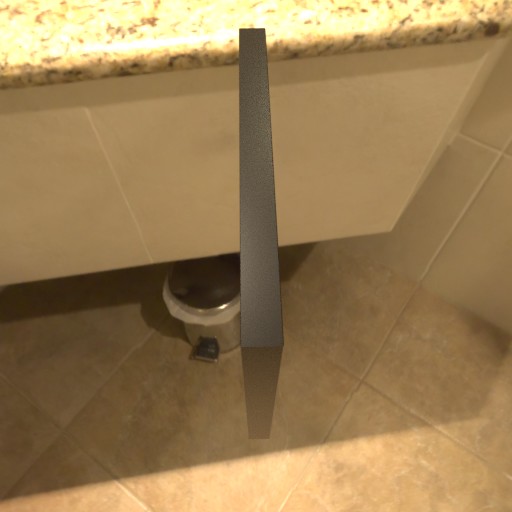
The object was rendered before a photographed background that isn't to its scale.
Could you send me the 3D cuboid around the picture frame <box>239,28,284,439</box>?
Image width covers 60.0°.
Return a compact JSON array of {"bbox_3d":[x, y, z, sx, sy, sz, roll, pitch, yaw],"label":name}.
[{"bbox_3d":[0.000,0.000,0.531,0.029,0.353,0.355,-1,59,-1],"label":"picture frame"}]
